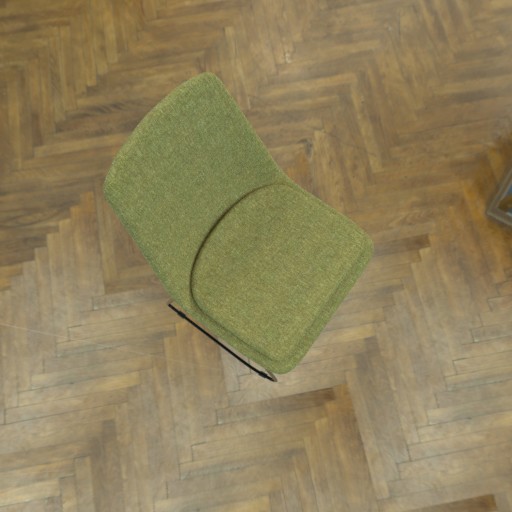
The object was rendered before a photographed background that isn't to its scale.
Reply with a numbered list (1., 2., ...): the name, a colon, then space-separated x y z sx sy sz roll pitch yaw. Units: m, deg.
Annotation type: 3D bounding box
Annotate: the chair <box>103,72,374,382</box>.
1. chair: 0.000 0.000 1.159 0.496 0.849 0.479 35 78 9
